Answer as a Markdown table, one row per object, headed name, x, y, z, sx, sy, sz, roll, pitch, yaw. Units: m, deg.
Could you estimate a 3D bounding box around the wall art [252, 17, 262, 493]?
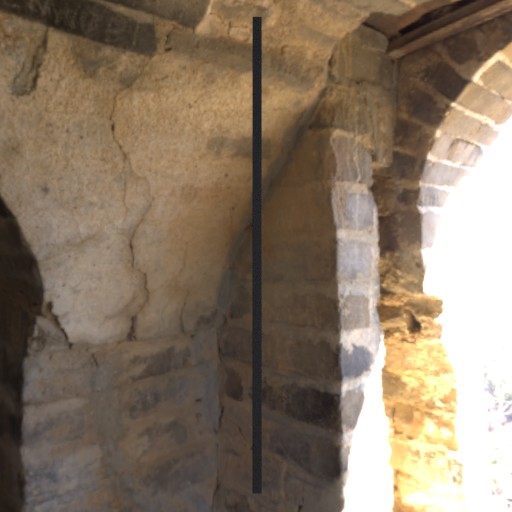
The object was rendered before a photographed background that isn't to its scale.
| name | x | y | z | sx | sy | sz | roll | pitch | yaw |
| --- | --- | --- | --- | --- | --- | --- | --- | --- | --- |
| wall art | 0.000 | 0.000 | 0.844 | 0.013 | 0.660 | 0.460 | 0 | -1 | 0 |
